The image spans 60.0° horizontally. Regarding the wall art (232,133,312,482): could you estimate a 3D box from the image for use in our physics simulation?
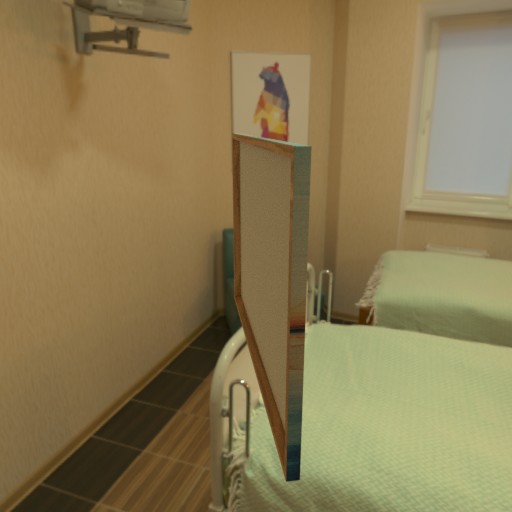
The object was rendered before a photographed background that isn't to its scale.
[{"bbox_3d":[0.000,0.000,0.775,0.018,0.402,0.604,-3,17,-8],"label":"wall art"}]
